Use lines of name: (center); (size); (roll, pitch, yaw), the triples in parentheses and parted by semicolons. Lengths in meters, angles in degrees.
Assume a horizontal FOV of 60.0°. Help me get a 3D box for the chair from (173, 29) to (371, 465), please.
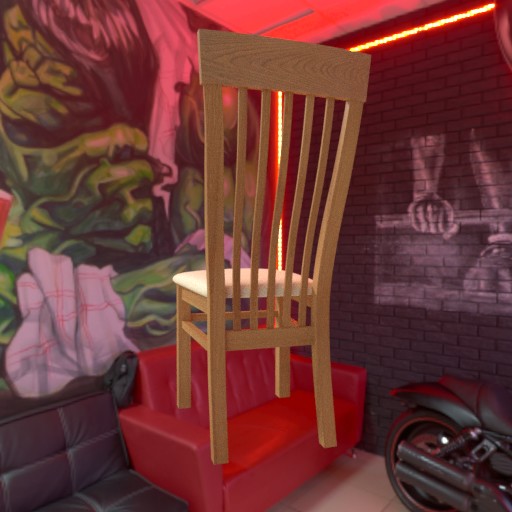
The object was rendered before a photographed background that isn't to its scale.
chair: (0.000, 0.000, 1.350); (0.450, 1.050, 0.580); (0, 1, -18)
